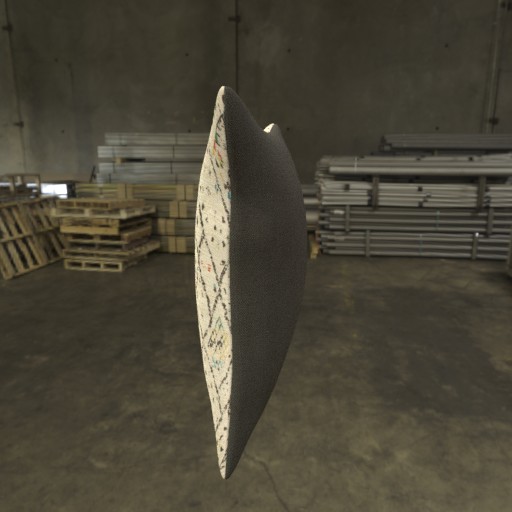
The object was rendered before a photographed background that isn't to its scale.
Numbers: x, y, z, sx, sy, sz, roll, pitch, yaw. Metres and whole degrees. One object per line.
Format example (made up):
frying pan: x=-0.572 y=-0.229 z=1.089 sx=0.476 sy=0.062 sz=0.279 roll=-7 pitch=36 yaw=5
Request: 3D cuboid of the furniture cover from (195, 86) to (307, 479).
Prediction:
furniture cover: x=0.000 y=0.000 z=0.789 sx=0.180 sy=0.498 sz=0.525 roll=2 pitch=13 yaw=8
